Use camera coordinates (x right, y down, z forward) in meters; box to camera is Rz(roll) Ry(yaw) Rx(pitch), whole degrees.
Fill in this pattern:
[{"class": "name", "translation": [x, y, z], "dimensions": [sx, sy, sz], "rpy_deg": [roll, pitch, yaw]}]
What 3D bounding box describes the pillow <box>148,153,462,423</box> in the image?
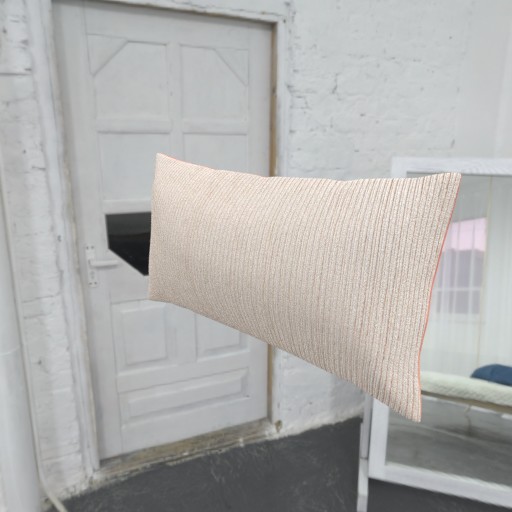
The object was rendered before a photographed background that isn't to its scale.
[{"class": "pillow", "translation": [0.000, 0.000, 0.729], "dimensions": [0.608, 0.307, 0.155], "rpy_deg": [15, 22, 42]}]
